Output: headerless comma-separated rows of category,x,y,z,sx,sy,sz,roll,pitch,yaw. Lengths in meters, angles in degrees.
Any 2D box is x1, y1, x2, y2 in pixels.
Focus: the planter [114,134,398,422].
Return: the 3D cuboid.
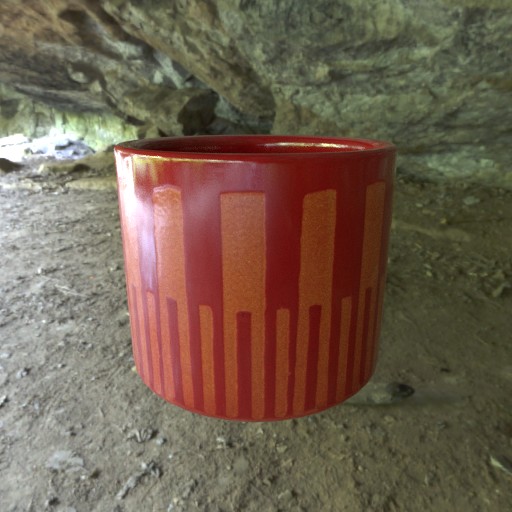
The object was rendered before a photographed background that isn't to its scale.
planter,0.000,0.000,0.404,0.230,0.202,0.230,0,18,0
